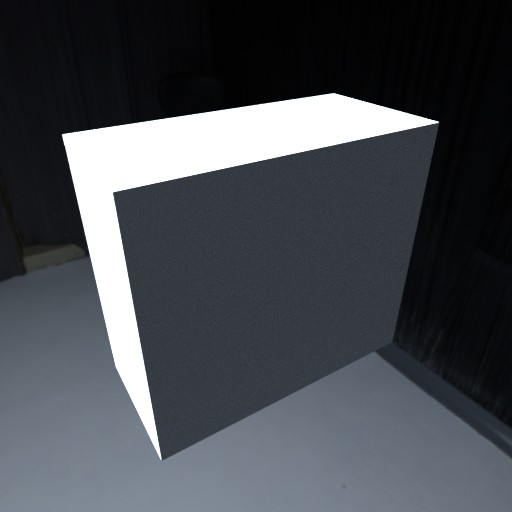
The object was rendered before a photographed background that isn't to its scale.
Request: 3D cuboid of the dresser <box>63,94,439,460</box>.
[{"bbox_3d":[0.000,0.000,1.276,0.830,0.740,0.420,-18,36,-27],"label":"dresser"}]
